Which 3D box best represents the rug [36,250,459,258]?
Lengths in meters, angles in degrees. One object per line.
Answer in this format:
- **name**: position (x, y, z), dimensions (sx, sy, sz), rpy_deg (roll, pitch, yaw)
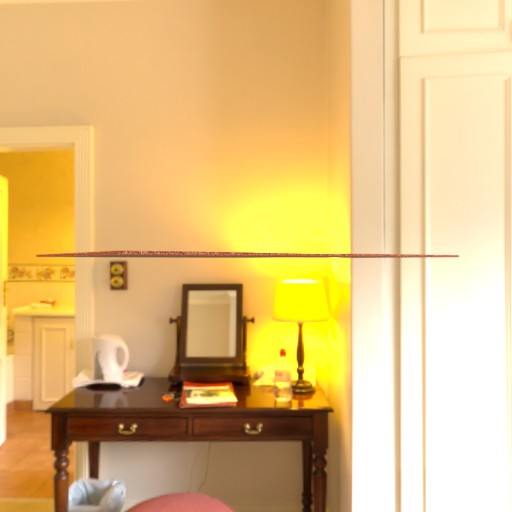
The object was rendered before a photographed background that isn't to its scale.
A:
- **rug**: position (0.000, 0.000, 2.999), dimensions (2.438, 0.015, 1.524), rpy_deg (0, -1, -37)
